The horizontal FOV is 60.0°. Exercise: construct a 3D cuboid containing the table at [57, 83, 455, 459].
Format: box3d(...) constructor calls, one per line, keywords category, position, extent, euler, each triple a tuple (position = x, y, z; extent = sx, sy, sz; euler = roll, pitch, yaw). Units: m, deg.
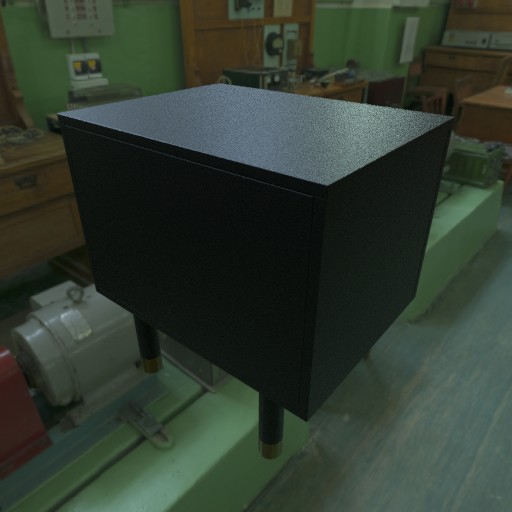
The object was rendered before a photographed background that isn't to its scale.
box3d(category="table", position=(0.000, 0.000, 0.936), extent=(0.564, 0.584, 0.441), euler=(22, 37, 33))
